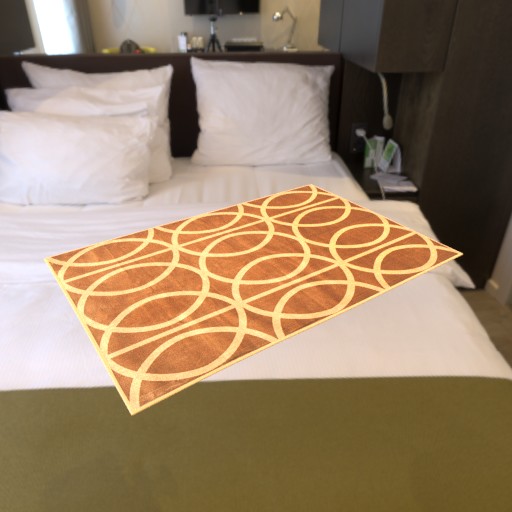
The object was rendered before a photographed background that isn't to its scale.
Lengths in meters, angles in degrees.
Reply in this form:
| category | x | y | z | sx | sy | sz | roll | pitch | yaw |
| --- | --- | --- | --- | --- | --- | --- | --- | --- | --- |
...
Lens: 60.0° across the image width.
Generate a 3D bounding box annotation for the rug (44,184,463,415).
| category | x | y | z | sx | sy | sz | roll | pitch | yaw |
| --- | --- | --- | --- | --- | --- | --- | --- | --- | --- |
| rug | 0.000 | 0.000 | 2.896 | 2.290 | 0.014 | 1.526 | -19 | 36 | -30 |
